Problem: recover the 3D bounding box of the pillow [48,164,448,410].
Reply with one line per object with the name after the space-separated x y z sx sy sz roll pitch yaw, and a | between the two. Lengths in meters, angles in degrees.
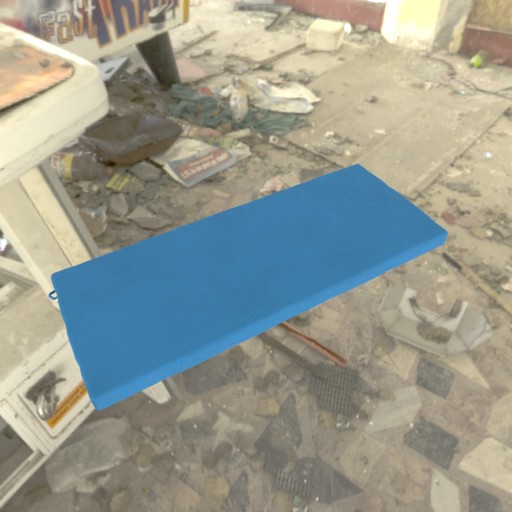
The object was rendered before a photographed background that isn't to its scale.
0.000 0.000 1.371 1.187 0.081 0.492 -22 50 -20 | pillow
